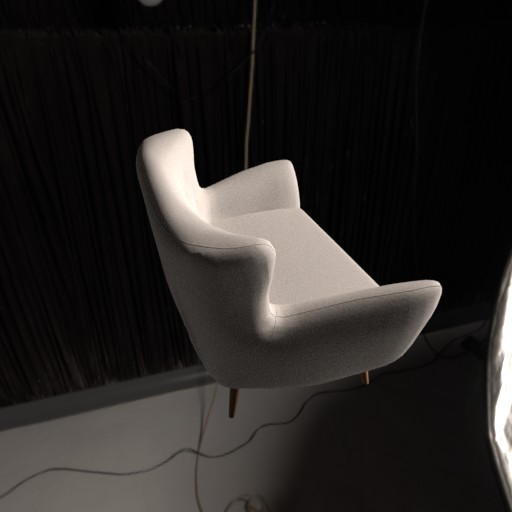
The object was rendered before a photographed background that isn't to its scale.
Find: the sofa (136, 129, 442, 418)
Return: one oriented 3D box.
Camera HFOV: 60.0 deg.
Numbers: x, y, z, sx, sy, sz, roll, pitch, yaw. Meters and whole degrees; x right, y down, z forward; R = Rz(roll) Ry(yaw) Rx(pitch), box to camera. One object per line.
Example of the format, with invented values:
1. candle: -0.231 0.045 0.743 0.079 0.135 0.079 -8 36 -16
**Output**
1. sofa: 0.000 0.000 2.026 0.921 0.878 1.424 -10 32 -16
